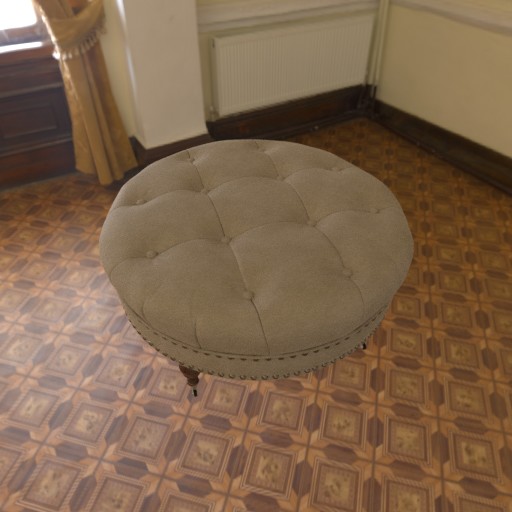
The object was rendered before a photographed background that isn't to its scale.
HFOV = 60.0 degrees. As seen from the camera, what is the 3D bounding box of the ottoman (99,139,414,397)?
[{"bbox_3d":[0.000,0.000,1.389,0.901,0.439,0.901,0,41,0],"label":"ottoman"}]
